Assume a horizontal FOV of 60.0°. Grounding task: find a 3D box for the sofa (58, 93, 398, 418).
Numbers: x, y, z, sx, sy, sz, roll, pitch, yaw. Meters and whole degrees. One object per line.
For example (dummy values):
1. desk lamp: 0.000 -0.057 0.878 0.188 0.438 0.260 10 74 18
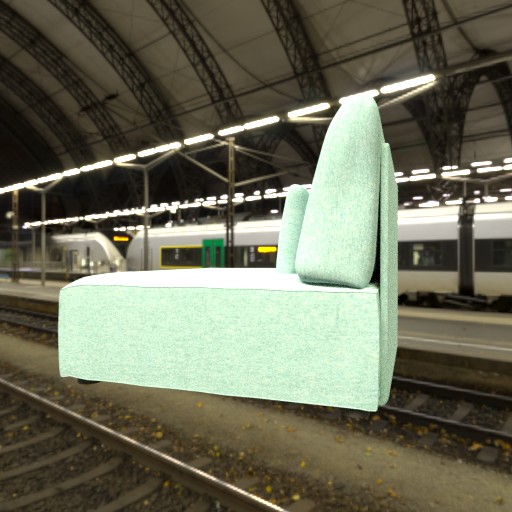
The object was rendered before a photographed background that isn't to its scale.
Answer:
1. sofa: 0.000 0.000 1.673 1.000 0.820 0.930 0 0 19
